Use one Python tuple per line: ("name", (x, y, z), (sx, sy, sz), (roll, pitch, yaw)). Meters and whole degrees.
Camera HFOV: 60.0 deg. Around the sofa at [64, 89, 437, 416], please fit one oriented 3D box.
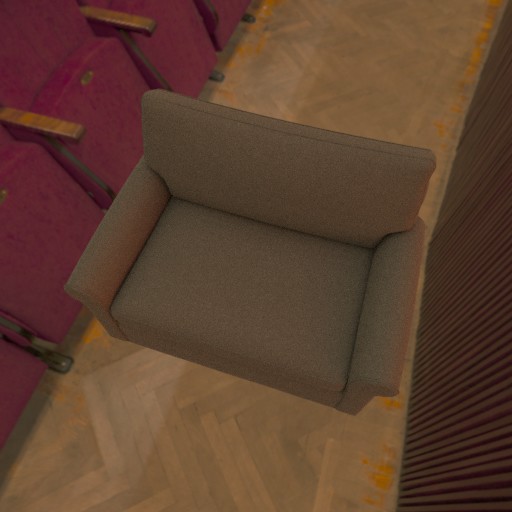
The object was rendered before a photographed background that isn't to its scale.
("sofa", (0.000, 0.000, 2.028), (1.410, 0.953, 0.940), (16, 61, 9))
